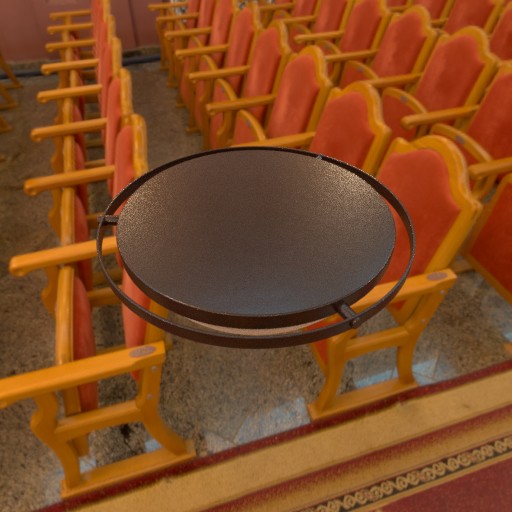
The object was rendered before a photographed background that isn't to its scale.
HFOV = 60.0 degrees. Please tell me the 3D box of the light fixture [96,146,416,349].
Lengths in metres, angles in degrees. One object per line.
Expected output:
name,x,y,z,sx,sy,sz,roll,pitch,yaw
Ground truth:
light fixture,0.000,0.000,0.557,0.361,0.130,0.361,0,40,0
